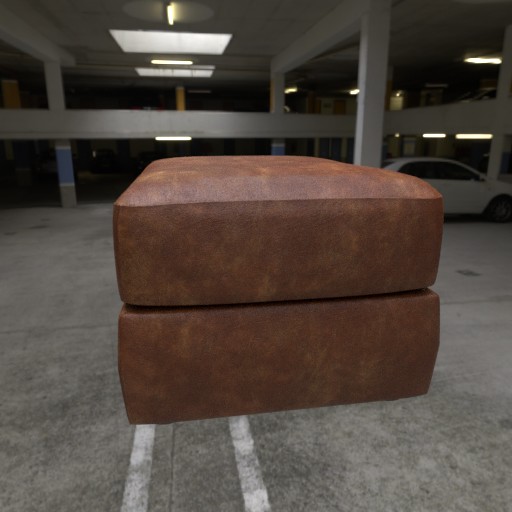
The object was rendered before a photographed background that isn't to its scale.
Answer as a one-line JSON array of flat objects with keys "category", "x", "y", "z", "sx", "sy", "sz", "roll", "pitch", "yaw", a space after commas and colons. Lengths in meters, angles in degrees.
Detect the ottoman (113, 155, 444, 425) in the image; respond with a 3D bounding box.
[{"category": "ottoman", "x": 0.000, "y": 0.000, "z": 1.121, "sx": 0.603, "sy": 0.476, "sz": 0.751, "roll": -3, "pitch": 16, "yaw": -9}]
